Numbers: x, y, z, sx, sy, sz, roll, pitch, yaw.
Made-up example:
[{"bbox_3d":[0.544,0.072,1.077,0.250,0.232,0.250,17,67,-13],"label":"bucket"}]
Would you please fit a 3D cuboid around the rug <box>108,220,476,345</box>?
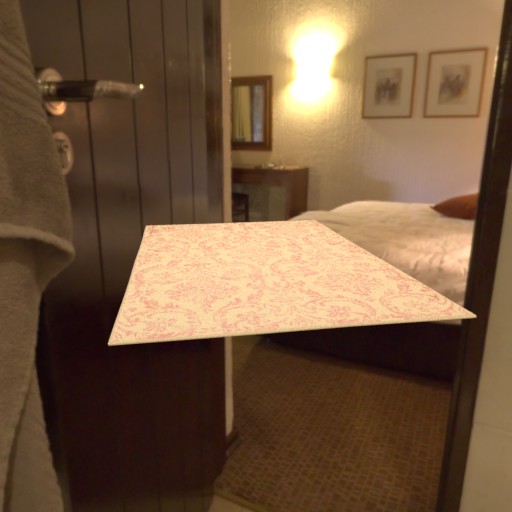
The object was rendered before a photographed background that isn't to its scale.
[{"bbox_3d":[0.000,0.000,3.421,1.819,0.018,2.746,-3,15,-10],"label":"rug"}]
